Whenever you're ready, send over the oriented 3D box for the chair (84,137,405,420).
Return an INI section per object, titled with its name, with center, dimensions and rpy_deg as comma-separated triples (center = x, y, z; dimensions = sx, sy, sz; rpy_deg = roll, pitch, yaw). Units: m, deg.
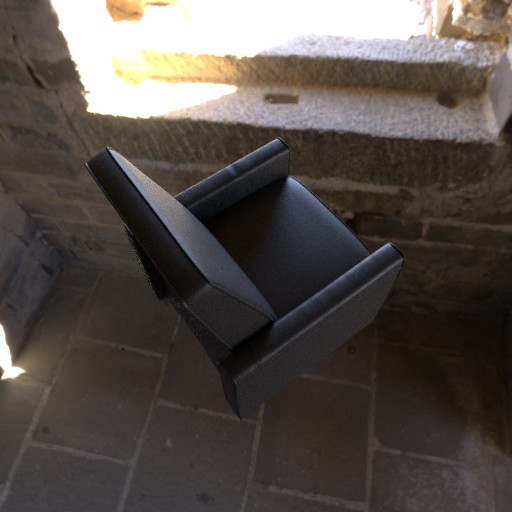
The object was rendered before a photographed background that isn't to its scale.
[chair]
center = 0.000, 0.000, 1.554
dimensions = 0.746, 1.013, 0.705
rpy_deg = -32, 63, -18
